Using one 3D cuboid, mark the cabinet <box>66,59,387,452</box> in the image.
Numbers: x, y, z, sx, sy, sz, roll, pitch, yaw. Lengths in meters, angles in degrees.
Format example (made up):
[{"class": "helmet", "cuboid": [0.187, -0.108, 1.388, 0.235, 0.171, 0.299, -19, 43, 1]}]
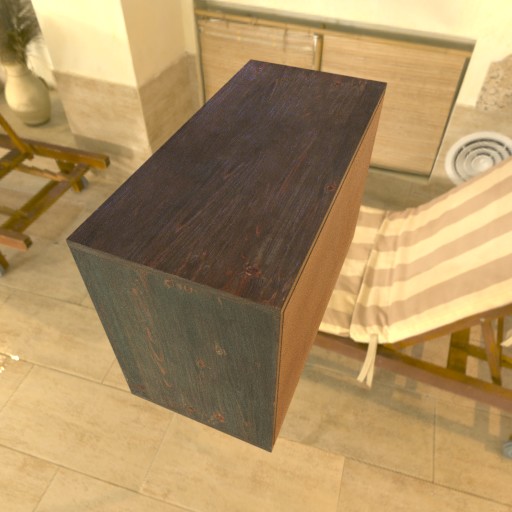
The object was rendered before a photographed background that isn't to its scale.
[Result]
[{"class": "cabinet", "cuboid": [0.000, 0.000, 1.544, 0.529, 0.897, 1.023, 17, 48, 15]}]
